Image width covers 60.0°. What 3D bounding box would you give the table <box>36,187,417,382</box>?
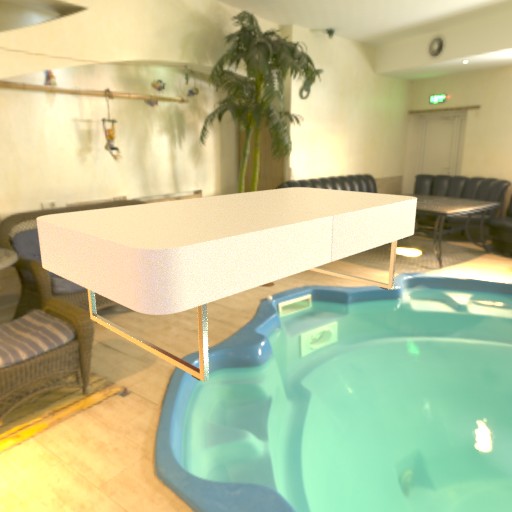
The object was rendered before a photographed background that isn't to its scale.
[{"bbox_3d":[0.000,0.000,1.491,0.600,0.340,1.200,13,19,42],"label":"table"}]
